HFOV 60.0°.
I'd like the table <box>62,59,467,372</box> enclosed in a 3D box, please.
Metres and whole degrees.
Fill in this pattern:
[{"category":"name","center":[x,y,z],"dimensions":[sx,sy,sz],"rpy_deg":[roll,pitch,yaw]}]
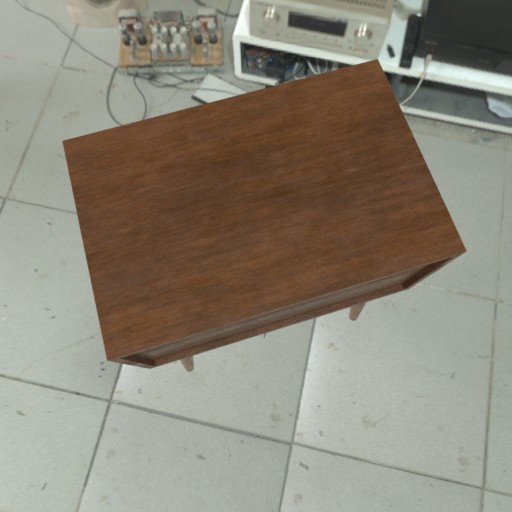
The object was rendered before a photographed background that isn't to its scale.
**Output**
[{"category":"table","center":[0.000,0.000,0.851],"dimensions":[0.454,0.580,0.307],"rpy_deg":[-16,74,-5]}]
